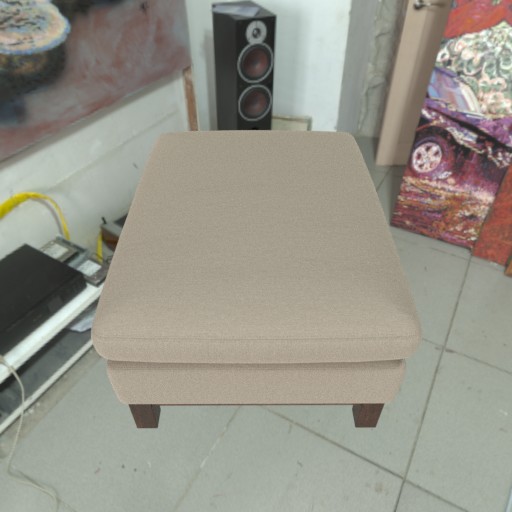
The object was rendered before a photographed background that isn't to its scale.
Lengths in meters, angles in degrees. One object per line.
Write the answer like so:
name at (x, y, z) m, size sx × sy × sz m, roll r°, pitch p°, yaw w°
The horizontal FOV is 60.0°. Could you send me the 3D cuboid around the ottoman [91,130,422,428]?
ottoman at (0.000, 0.000, 1.139) m, size 0.606 × 0.420 × 0.771 m, roll 0°, pitch 42°, yaw 0°
